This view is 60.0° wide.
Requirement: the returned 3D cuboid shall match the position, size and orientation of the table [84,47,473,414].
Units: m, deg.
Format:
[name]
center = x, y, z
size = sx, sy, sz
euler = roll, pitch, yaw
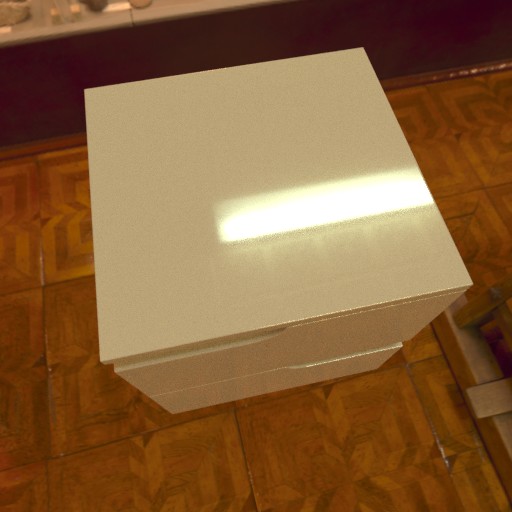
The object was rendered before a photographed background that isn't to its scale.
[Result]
[table]
center = 0.000, 0.000, 0.781
size = 0.420, 0.470, 0.400
euler = -11, 64, -5
